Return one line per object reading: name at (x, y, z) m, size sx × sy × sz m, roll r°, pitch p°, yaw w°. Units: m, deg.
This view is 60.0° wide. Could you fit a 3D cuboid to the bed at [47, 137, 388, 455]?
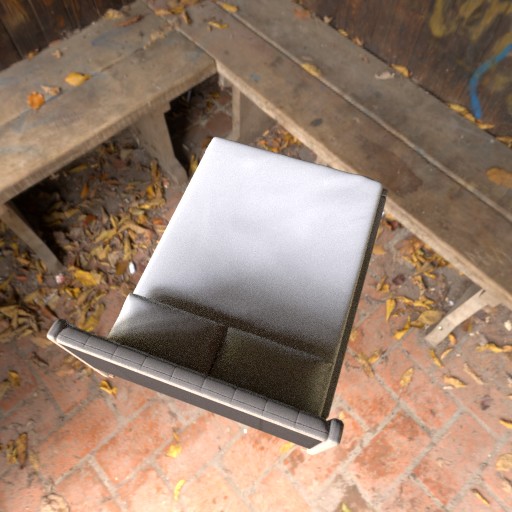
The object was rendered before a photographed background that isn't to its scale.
bed at (0.000, 0.000, 3.257) m, size 1.656 × 1.147 × 2.232 m, roll 18°, pitch 65°, yaw 9°
